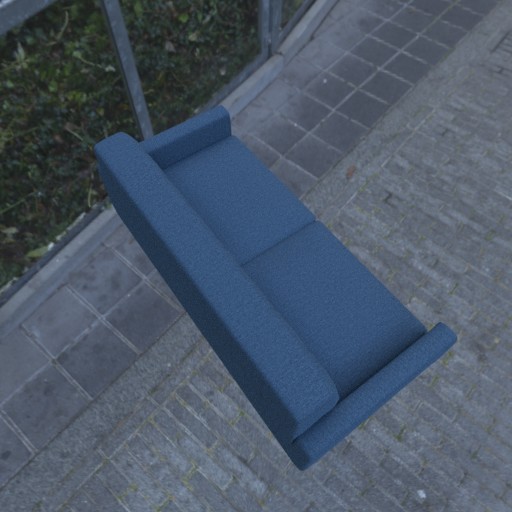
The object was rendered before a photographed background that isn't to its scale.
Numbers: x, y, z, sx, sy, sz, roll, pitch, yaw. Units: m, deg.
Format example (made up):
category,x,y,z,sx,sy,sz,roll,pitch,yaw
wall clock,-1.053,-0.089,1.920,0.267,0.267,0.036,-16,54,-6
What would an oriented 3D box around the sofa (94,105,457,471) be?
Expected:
category,x,y,z,sx,sy,sz,roll,pitch,yaw
sofa,0.000,0.000,2.543,0.942,0.884,2.055,-32,64,-18
